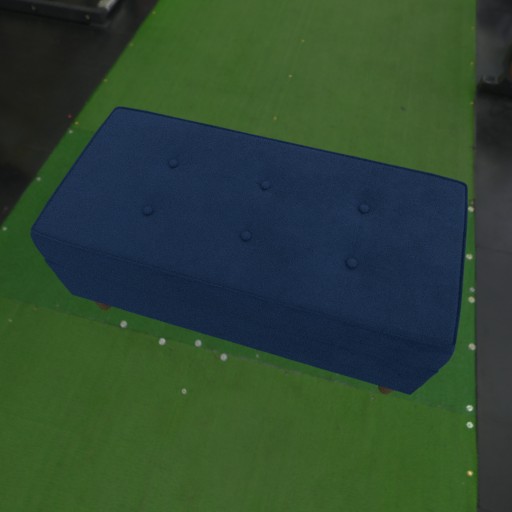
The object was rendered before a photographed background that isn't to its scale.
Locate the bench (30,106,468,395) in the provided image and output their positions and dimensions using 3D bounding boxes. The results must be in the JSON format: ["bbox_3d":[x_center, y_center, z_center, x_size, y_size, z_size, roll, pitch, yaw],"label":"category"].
[{"bbox_3d":[0.000,0.000,1.274,1.010,0.467,0.489,15,60,9],"label":"bench"}]
